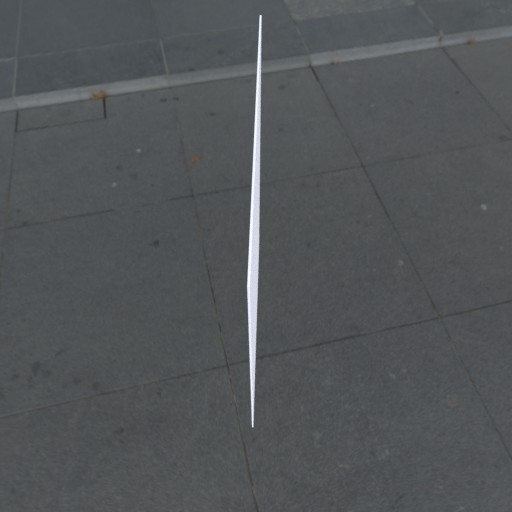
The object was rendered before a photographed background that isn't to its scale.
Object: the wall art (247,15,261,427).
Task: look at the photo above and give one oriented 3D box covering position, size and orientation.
[{"bbox_3d":[0.000,0.000,0.790,0.003,0.610,0.457,1,57,1],"label":"wall art"}]
